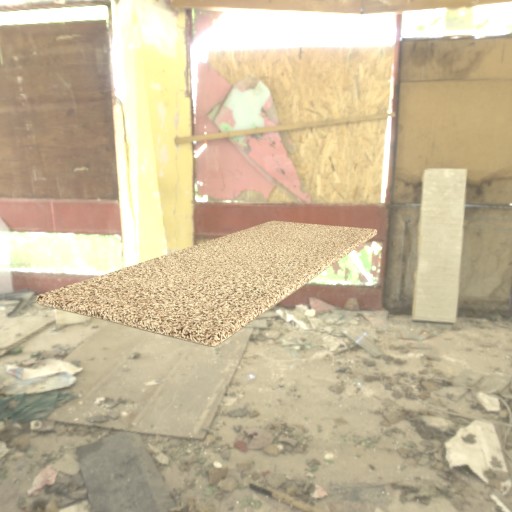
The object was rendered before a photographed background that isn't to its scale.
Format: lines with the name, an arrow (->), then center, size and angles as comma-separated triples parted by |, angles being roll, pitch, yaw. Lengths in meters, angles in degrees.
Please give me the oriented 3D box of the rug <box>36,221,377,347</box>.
rug -> 0.000, 0.000, 1.767 | 0.609, 0.030, 1.524 | 7, 15, 27
